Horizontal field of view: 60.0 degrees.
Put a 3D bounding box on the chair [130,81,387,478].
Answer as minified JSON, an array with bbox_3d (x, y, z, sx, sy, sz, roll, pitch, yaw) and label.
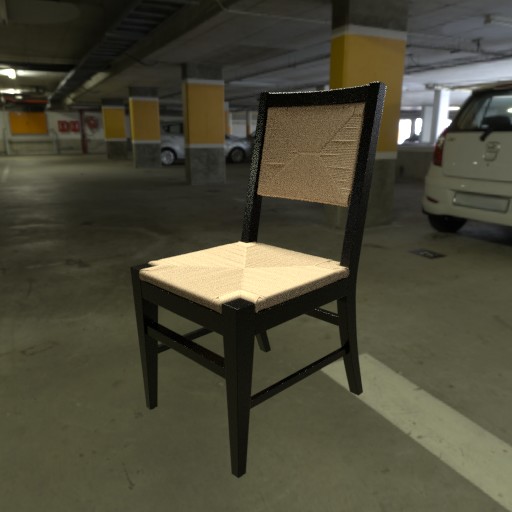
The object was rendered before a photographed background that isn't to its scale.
[{"bbox_3d":[0.000,0.000,1.253,0.552,0.927,0.437,-15,21,-43],"label":"chair"}]
